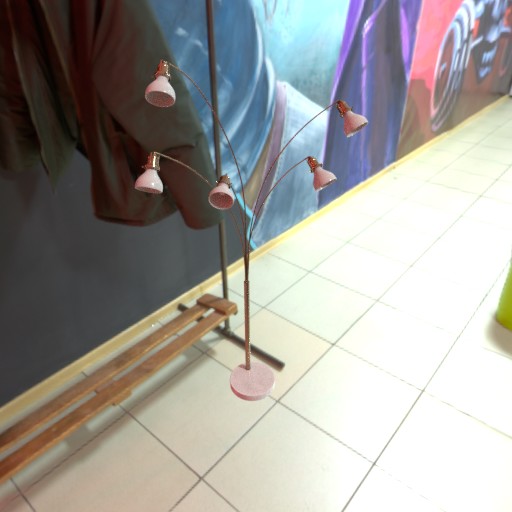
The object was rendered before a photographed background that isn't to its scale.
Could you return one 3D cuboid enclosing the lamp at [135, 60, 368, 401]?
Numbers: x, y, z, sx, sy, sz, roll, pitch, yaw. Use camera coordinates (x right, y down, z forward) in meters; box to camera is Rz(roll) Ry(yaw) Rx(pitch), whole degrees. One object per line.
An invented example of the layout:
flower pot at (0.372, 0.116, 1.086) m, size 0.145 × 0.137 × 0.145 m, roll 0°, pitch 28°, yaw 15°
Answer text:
lamp at (0.000, 0.000, 2.942) m, size 1.405 × 2.423 × 0.361 m, roll -9°, pitch 34°, yaw -14°
